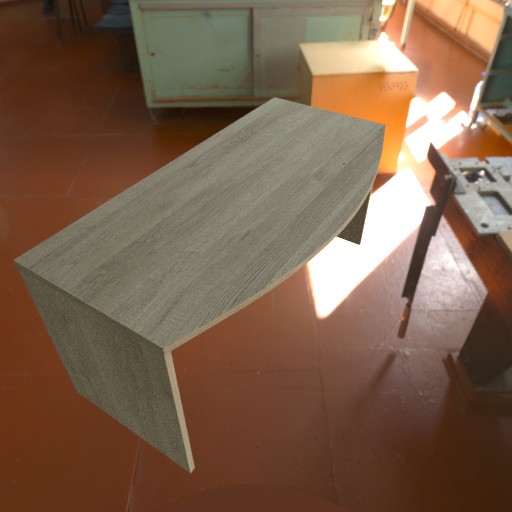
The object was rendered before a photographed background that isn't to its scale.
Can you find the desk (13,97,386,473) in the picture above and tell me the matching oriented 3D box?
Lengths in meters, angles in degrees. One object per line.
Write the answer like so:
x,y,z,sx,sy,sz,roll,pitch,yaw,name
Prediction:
0.000,0.000,1.997,0.802,0.752,1.600,23,46,24,desk
